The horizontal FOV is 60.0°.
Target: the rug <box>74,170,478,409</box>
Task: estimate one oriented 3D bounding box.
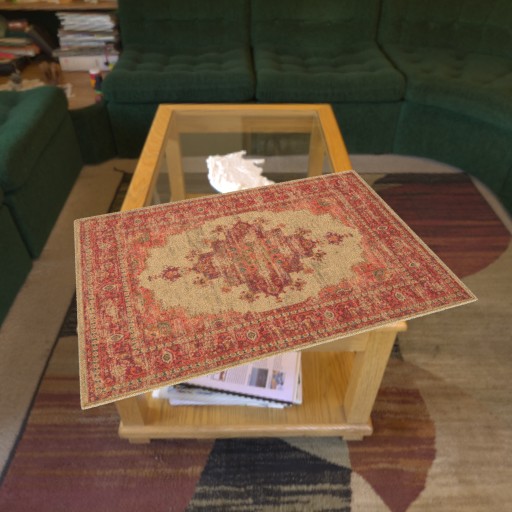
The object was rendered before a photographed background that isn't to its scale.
[{"bbox_3d":[0.000,0.000,2.883,2.232,0.011,1.555,-12,43,-14],"label":"rug"}]
